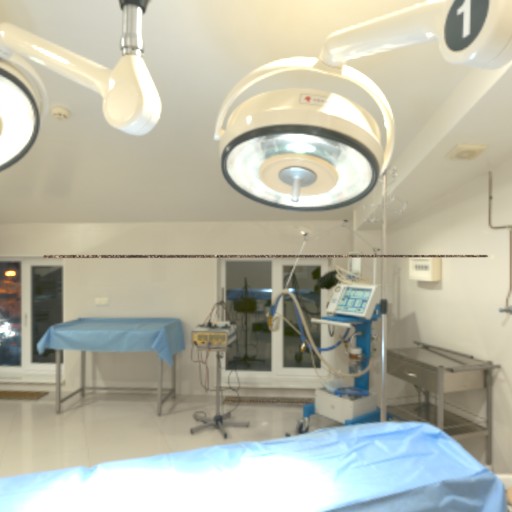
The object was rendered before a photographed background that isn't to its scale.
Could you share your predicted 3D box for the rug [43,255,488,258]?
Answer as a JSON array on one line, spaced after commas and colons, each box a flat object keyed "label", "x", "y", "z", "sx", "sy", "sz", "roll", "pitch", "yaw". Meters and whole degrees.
[{"label": "rug", "x": 0.000, "y": 0.000, "z": 2.277, "sx": 1.814, "sy": 0.012, "sz": 1.186, "roll": 0, "pitch": 0, "yaw": -17}]
